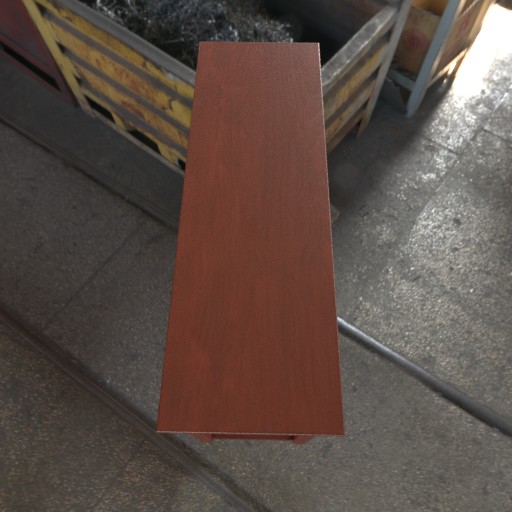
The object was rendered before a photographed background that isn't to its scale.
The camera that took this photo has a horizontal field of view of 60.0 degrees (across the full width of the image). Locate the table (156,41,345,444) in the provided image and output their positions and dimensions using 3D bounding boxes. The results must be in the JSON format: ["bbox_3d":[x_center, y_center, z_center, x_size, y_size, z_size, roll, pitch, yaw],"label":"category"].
[{"bbox_3d":[0.000,0.000,1.506,0.392,0.739,1.188,1,63,0],"label":"table"}]
